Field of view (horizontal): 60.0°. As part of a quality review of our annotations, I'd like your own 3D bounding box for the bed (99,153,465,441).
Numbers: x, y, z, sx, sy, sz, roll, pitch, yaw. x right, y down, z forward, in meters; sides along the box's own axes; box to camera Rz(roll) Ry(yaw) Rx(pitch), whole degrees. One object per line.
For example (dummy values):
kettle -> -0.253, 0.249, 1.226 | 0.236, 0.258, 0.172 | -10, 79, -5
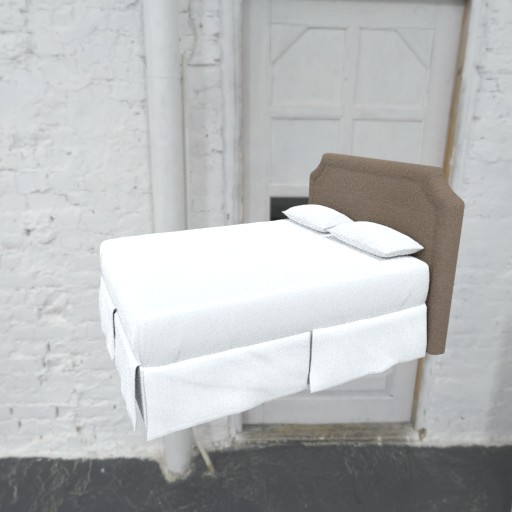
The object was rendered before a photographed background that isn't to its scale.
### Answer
bed -> 0.000, 0.000, 3.180 | 2.116, 1.290, 1.693 | -8, 19, -24
